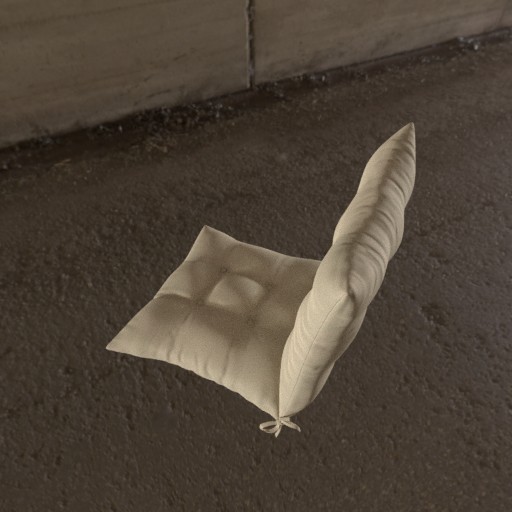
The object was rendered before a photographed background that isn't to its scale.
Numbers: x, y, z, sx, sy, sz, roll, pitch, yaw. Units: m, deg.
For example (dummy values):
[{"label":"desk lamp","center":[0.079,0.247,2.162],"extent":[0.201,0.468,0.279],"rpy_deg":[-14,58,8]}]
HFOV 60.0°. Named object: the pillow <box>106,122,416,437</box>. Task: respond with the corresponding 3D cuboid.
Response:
[{"label":"pillow","center":[0.000,0.000,1.014],"extent":[0.585,0.536,0.541],"rpy_deg":[18,48,17]}]
